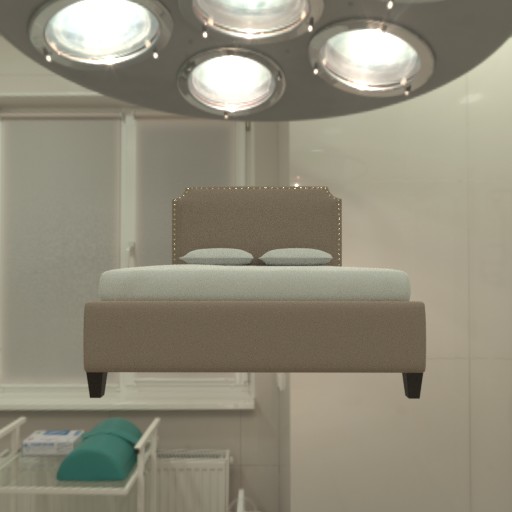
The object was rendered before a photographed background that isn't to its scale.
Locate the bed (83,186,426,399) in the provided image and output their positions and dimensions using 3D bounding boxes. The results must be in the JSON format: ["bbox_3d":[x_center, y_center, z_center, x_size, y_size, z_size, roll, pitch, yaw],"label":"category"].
[{"bbox_3d":[0.000,0.000,3.345,1.713,1.443,2.372,0,-1,0],"label":"bed"}]
